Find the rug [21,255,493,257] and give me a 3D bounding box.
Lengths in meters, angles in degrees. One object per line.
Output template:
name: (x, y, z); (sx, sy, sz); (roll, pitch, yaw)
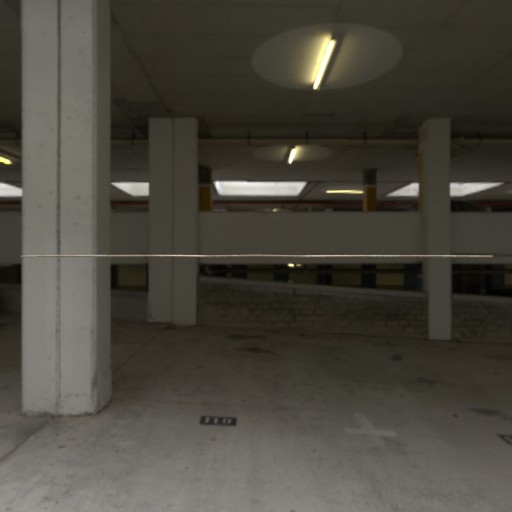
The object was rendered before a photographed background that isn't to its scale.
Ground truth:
rug: (0.000, 0.000, 4.338); (3.365, 0.020, 2.452); (0, 0, -1)
